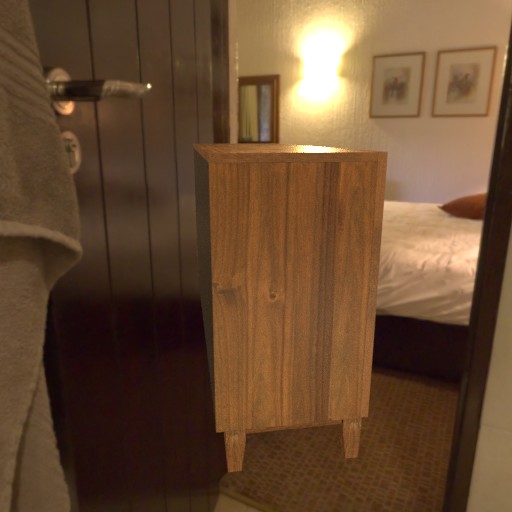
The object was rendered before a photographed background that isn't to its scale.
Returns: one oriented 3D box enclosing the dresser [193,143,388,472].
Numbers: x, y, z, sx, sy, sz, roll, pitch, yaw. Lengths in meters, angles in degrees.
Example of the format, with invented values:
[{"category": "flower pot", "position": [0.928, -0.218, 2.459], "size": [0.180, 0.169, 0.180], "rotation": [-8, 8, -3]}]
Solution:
[{"category": "dresser", "position": [0.000, 0.000, 1.814], "size": [0.446, 0.873, 1.400], "rotation": [-2, 15, -9]}]
